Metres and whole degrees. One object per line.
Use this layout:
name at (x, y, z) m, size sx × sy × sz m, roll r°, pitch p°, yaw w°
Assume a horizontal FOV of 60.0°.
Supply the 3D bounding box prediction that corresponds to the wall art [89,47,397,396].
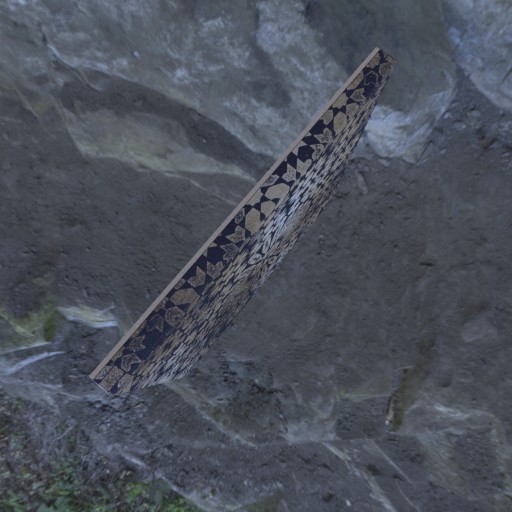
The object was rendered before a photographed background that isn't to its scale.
wall art at (0.000, 0.000, 0.899) m, size 0.038 × 0.612 × 0.612 m, roll 39°, pitch 80°, yaw 8°
